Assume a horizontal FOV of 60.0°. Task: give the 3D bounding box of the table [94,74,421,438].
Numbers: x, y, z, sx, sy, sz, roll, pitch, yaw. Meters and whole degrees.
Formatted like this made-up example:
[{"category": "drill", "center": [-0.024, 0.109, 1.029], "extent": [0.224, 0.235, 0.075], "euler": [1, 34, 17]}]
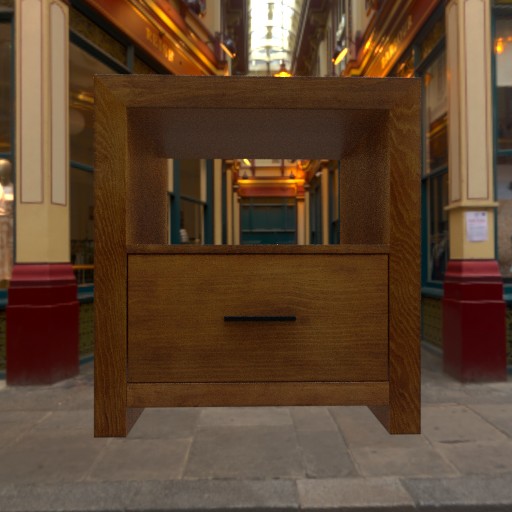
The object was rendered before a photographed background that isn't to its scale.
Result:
[{"category": "table", "center": [0.000, 0.000, 0.936], "extent": [0.550, 0.605, 0.400], "euler": [0, 0, -1]}]
